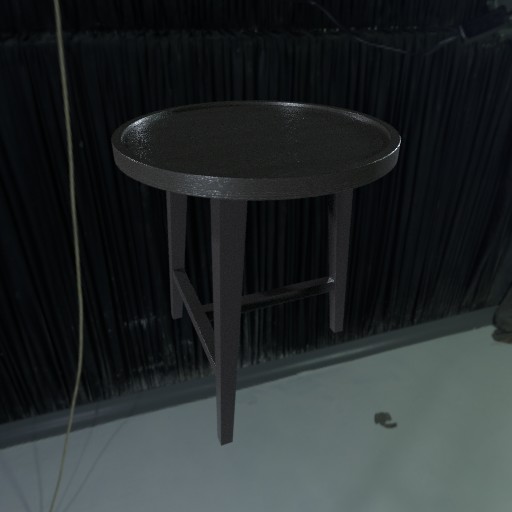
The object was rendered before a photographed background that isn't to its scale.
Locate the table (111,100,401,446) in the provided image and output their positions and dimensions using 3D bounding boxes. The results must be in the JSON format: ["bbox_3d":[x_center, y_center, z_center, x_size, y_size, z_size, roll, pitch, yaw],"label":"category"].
[{"bbox_3d":[0.000,0.000,0.930,0.500,0.531,0.500,0,30,0],"label":"table"}]
